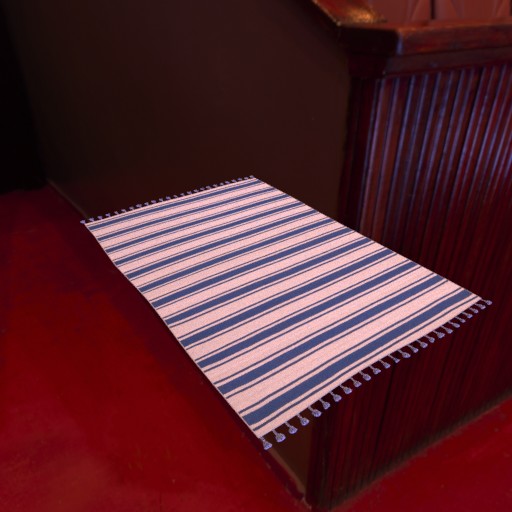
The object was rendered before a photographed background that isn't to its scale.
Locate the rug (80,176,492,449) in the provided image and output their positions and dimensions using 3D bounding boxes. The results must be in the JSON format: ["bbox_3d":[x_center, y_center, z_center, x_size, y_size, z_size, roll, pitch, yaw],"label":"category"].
[{"bbox_3d":[0.000,0.000,2.835,1.544,0.010,2.315,-21,37,-30],"label":"rug"}]
